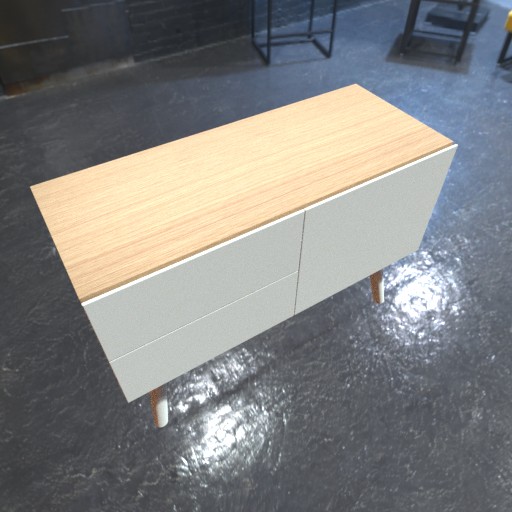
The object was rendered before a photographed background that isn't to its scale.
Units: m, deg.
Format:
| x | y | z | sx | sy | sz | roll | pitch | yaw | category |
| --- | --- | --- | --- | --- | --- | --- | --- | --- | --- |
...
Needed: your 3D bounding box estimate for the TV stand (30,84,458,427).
| x | y | z | sx | sy | sz | roll | pitch | yaw | category |
| --- | --- | --- | --- | --- | --- | --- | --- | --- | --- |
| 0.000 | 0.000 | 1.335 | 0.991 | 0.660 | 0.407 | -24 | 51 | -21 | TV stand |
